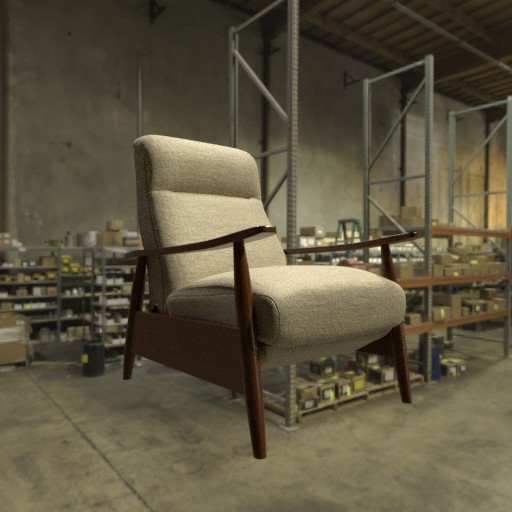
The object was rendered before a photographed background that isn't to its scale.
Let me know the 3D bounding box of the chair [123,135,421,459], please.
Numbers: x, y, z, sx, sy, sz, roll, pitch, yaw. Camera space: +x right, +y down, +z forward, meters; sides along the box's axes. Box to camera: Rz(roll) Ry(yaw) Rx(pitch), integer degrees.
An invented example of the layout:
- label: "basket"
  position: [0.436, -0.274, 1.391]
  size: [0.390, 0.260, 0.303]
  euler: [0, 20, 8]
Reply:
- label: "chair"
  position: [0.000, 0.000, 1.787]
  size: [0.762, 1.082, 1.014]
  euler: [-1, 1, -38]
